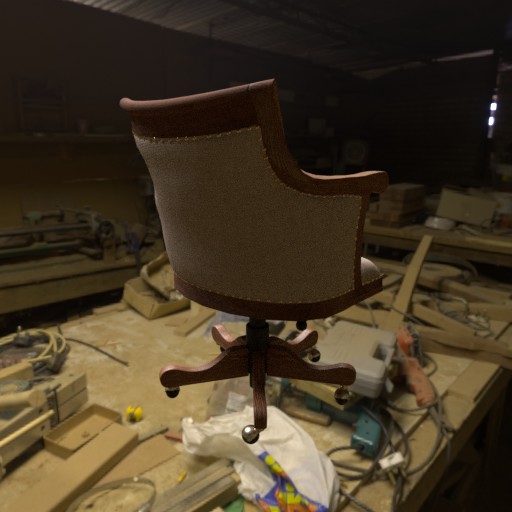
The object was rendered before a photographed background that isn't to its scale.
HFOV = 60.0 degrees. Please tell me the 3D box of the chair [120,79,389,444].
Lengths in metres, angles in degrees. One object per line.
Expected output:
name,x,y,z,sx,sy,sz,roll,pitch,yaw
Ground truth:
chair,0.000,0.000,1.426,0.656,0.965,0.689,13,20,42
